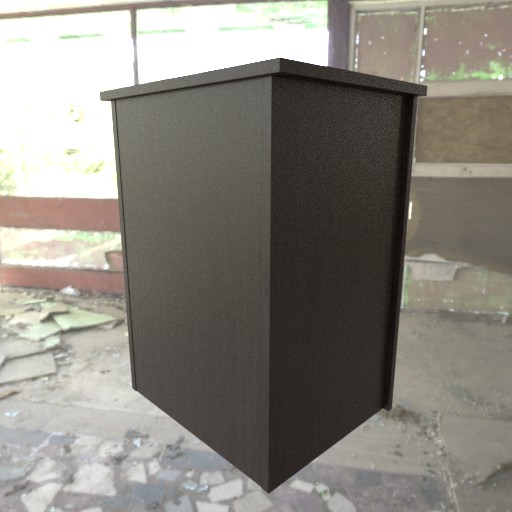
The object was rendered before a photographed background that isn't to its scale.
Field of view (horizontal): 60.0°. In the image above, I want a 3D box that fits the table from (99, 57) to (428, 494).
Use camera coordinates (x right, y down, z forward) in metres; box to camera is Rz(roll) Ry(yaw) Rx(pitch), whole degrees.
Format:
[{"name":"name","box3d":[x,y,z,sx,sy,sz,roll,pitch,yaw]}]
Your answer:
[{"name":"table","box3d":[0.000,0.000,0.894,0.381,0.635,0.480,-13,19,-42]}]
